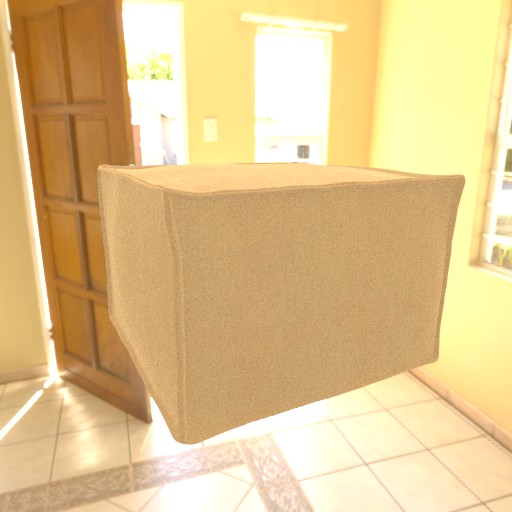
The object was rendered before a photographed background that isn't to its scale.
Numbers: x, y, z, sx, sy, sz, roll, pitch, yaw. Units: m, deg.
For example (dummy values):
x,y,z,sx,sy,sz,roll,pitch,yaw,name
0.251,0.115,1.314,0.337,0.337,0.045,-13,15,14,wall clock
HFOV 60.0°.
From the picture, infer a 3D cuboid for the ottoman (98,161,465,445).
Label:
x,y,z,sx,sy,sz,roll,pitch,yaw,name
0.000,0.000,1.147,0.696,0.470,0.707,-8,17,-27,ottoman
